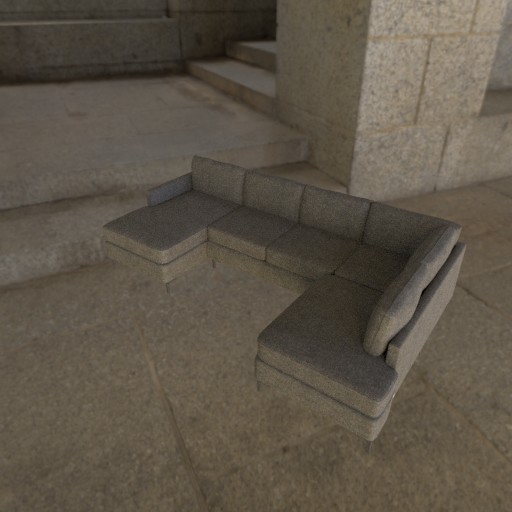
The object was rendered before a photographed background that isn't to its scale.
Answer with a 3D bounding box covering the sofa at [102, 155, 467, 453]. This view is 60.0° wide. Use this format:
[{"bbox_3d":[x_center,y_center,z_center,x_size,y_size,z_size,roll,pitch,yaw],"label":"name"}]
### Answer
[{"bbox_3d":[0.000,0.000,4.346,3.423,0.999,2.048,21,37,30],"label":"sofa"}]
